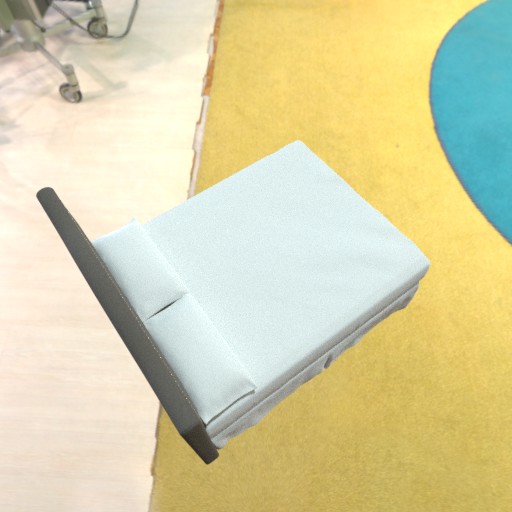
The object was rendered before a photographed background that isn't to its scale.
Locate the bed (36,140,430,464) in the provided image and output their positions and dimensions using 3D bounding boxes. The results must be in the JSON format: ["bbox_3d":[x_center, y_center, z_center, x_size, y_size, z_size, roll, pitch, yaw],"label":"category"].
[{"bbox_3d":[0.000,0.000,3.075,2.036,1.387,1.666,-32,64,-18],"label":"bed"}]
